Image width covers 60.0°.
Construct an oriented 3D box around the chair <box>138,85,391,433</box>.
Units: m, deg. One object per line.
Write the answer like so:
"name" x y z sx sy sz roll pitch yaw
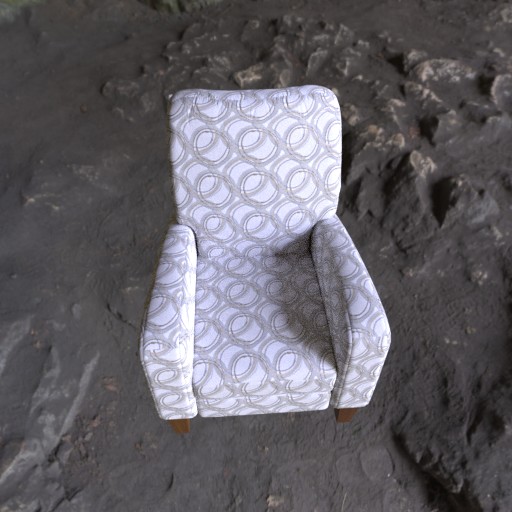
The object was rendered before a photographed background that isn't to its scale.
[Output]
"chair" 0.000 0.000 1.752 0.796 1.065 0.995 -3 45 -3
